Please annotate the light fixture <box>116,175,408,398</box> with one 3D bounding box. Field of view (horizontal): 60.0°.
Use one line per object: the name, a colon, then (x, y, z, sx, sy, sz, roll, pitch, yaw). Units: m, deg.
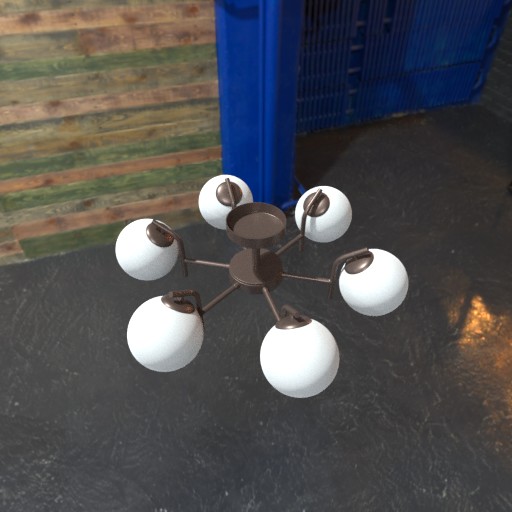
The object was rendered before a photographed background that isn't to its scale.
light fixture: (0.000, 0.000, 0.981, 0.662, 0.201, 0.662, 0, 42, 0)
